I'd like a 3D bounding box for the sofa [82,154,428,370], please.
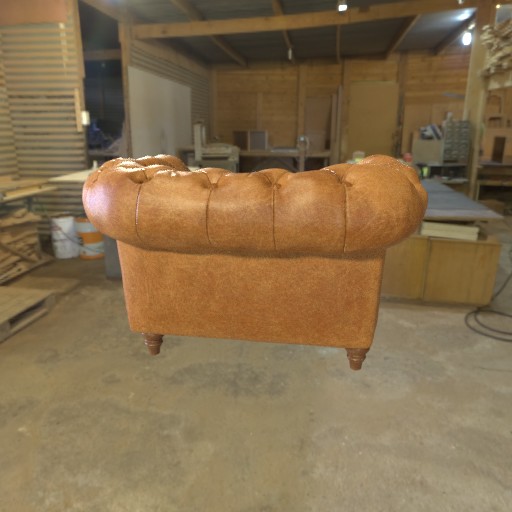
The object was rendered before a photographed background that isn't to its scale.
[{"bbox_3d":[0.000,0.000,2.022,1.405,0.878,1.033,2,16,8],"label":"sofa"}]
